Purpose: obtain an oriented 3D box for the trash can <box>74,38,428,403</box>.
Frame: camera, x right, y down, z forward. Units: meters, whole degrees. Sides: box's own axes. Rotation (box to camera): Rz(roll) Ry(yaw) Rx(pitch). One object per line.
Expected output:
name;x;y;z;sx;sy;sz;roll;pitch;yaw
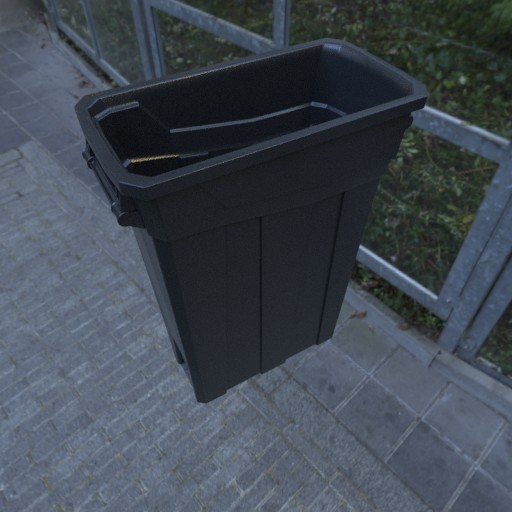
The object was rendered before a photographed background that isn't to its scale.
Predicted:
trash can;0.000;0.000;0.999;0.559;0.762;0.281;-23;51;-20
